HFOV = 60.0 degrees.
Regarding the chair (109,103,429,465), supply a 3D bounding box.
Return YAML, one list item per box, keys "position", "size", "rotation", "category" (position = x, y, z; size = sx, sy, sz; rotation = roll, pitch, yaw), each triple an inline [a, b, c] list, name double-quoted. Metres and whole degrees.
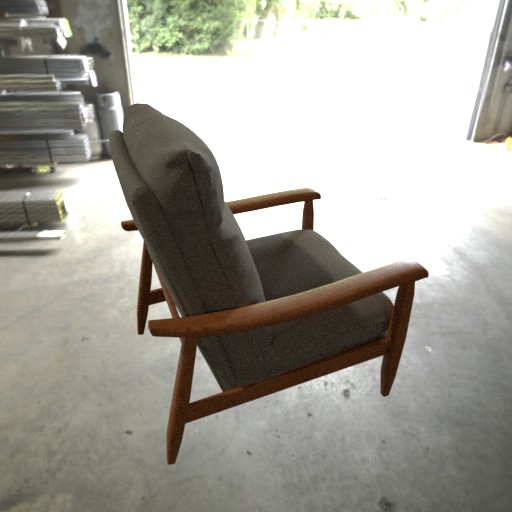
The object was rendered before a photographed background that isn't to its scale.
- position: [0.000, 0.000, 1.487]
  size: [0.816, 0.922, 0.782]
  rotation: [-10, 31, -18]
  category: "chair"
